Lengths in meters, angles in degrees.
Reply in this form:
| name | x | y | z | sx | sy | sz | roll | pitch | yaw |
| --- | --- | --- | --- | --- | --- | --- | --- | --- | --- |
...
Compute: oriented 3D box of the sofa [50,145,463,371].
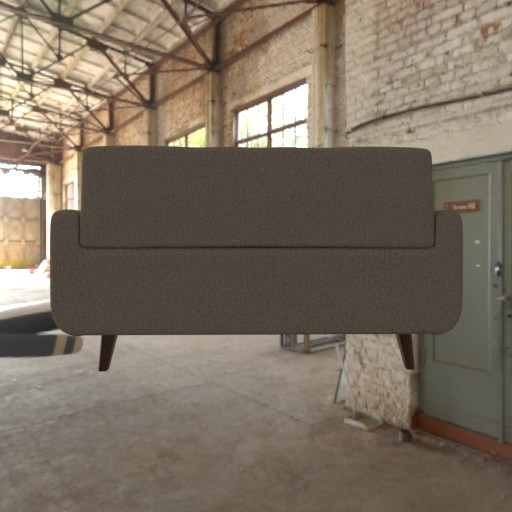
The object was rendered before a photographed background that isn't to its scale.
| name | x | y | z | sx | sy | sz | roll | pitch | yaw |
| --- | --- | --- | --- | --- | --- | --- | --- | --- | --- |
| sofa | 0.000 | 0.000 | 2.227 | 1.651 | 0.925 | 0.952 | 0 | 1 | -1 |
